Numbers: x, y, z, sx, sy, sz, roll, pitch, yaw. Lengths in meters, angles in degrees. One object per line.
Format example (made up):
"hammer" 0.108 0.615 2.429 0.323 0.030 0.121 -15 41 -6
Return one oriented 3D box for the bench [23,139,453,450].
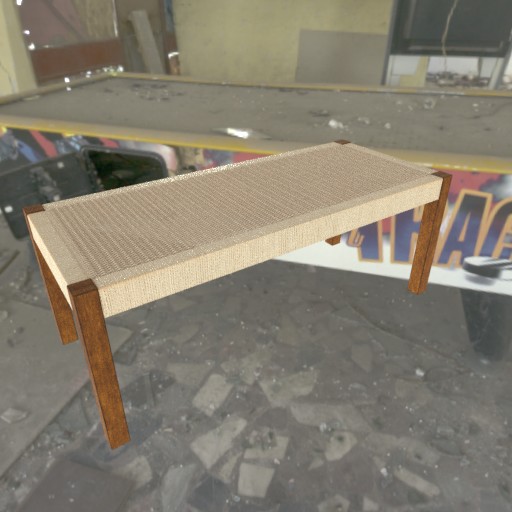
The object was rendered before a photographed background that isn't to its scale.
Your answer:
"bench" 0.000 0.000 1.436 1.198 0.457 0.507 -19 35 -29
